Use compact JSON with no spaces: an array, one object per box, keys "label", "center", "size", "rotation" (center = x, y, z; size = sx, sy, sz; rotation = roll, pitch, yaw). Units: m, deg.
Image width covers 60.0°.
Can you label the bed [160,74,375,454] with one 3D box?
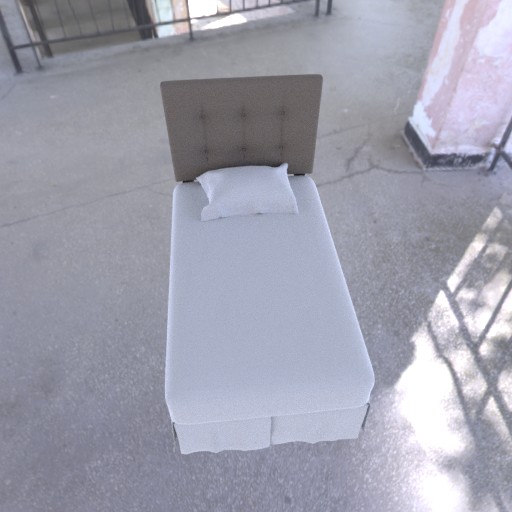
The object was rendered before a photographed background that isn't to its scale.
[{"label":"bed","center":[0.000,0.000,2.990],"size":[1.261,1.571,1.997],"rotation":[-4,47,-4]}]
